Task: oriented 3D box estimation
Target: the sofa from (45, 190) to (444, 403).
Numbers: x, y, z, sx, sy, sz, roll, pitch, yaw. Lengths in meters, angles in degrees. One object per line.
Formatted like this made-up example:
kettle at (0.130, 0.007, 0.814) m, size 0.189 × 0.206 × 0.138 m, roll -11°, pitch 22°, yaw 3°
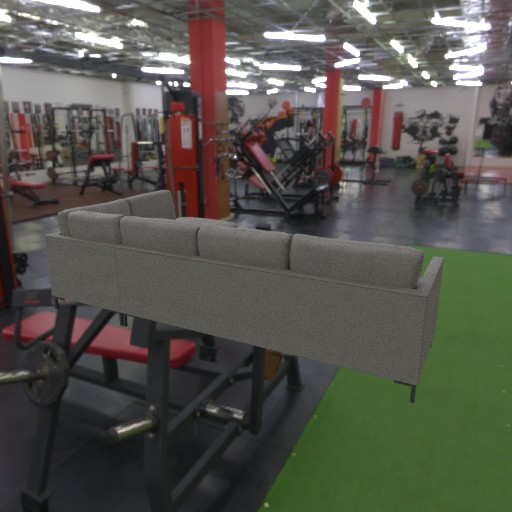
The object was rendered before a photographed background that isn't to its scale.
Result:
sofa at (0.000, 0.000, 4.246) m, size 3.331 × 0.964 × 2.077 m, roll 8°, pitch 18°, yaw 27°
